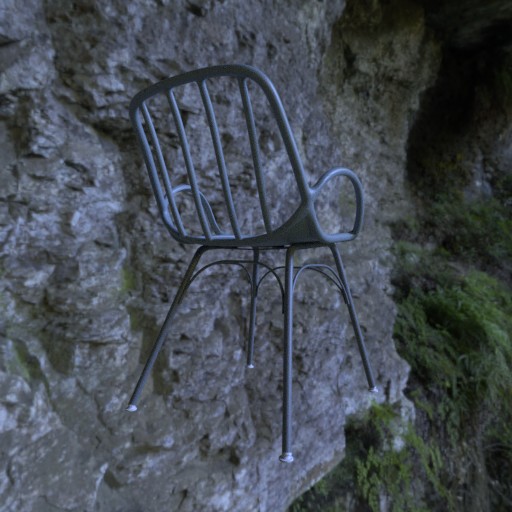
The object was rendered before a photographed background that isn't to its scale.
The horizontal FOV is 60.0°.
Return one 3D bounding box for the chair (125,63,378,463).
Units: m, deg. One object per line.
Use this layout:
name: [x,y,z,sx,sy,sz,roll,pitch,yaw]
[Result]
chair: [0.000,0.000,1.226,0.549,0.816,0.597,1,1,35]
